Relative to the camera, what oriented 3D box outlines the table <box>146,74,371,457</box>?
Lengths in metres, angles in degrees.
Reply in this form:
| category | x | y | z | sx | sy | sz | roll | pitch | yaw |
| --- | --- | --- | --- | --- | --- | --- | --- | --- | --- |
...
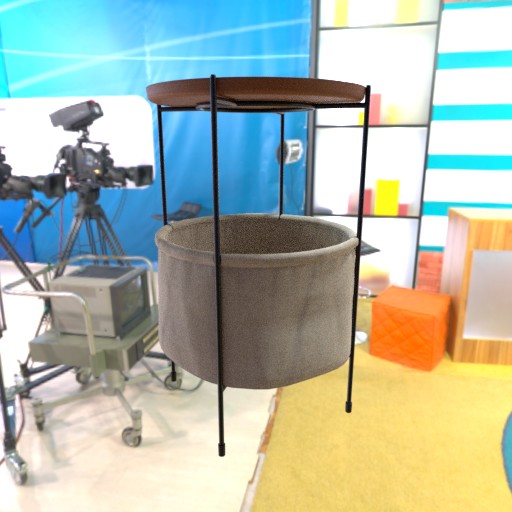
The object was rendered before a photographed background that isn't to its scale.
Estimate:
| category | x | y | z | sx | sy | sz | roll | pitch | yaw |
| --- | --- | --- | --- | --- | --- | --- | --- | --- | --- |
| table | 0.000 | 0.000 | 0.879 | 0.393 | 0.623 | 0.393 | -8 | 17 | -26 |
